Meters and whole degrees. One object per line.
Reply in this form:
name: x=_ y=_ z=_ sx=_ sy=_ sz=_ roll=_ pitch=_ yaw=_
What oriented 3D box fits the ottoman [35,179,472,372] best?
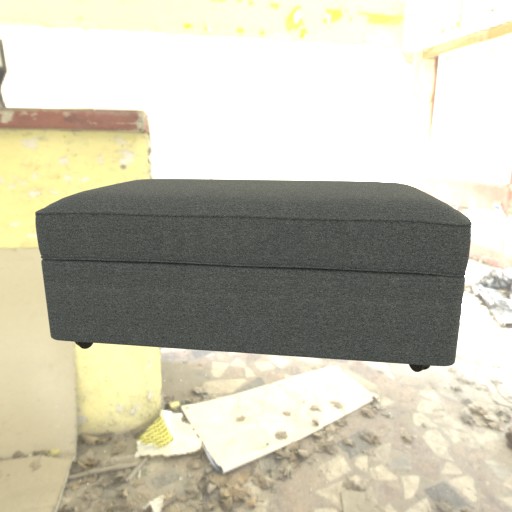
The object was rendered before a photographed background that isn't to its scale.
ottoman: x=0.000 y=0.000 z=1.510 sx=1.173 sy=0.494 sz=0.681 roll=2 pitch=15 yaw=8
